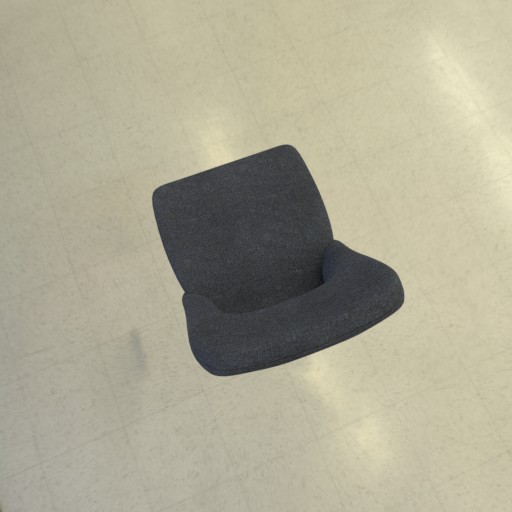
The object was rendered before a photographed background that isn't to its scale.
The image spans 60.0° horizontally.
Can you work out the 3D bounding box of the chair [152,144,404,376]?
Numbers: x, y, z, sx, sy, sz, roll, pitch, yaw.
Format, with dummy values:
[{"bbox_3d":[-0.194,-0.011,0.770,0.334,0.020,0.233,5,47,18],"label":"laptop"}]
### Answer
[{"bbox_3d":[0.000,0.000,1.250,0.470,0.931,0.612,-20,76,-5],"label":"chair"}]
